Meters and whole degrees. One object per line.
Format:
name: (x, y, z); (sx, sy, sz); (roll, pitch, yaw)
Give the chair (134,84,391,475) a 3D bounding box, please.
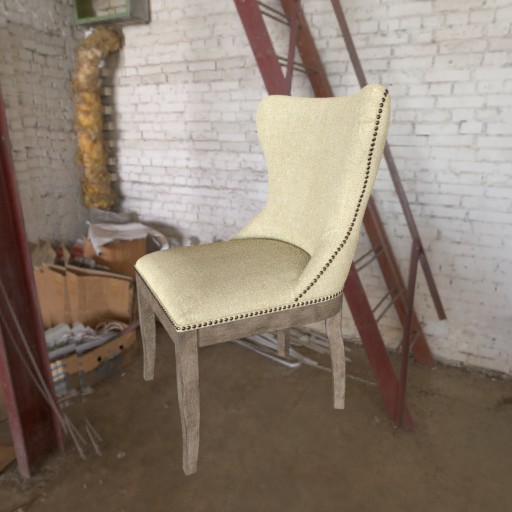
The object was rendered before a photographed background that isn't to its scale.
chair: (0.000, 0.000, 1.414); (0.681, 1.002, 0.654); (-8, 19, -24)
